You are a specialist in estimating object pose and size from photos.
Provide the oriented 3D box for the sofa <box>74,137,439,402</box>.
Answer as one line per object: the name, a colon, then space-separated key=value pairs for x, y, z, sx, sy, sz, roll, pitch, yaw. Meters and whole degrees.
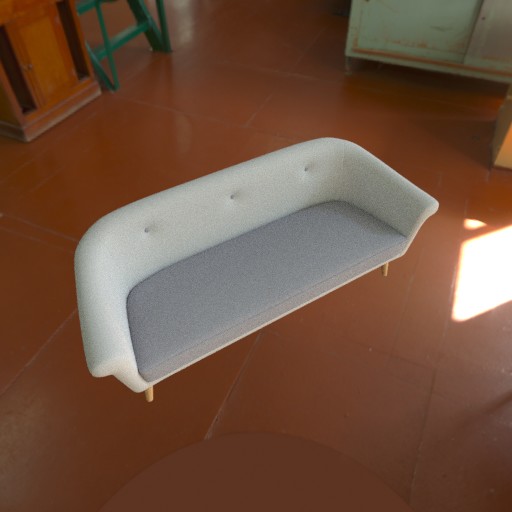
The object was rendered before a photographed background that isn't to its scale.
sofa: x=0.000 y=0.000 z=2.681 sx=2.160 sy=0.795 sz=0.827 roll=-24 pitch=51 yaw=-21
